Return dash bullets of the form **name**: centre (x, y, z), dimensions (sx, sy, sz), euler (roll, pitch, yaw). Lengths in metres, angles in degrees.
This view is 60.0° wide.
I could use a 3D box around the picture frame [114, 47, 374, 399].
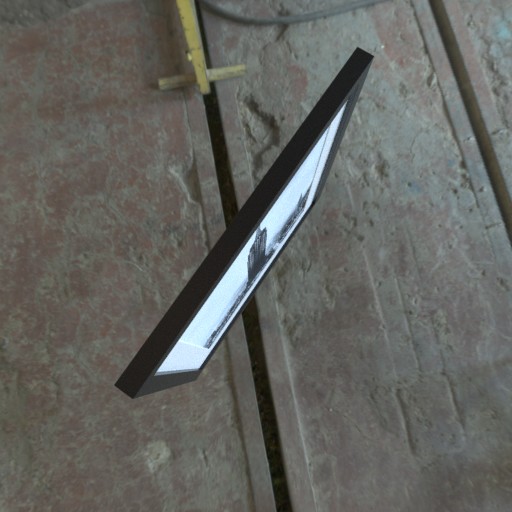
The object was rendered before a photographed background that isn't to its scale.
- **picture frame**: centre (0.000, 0.000, 0.846), dimensions (0.029, 0.557, 0.559), euler (33, 79, 8)
